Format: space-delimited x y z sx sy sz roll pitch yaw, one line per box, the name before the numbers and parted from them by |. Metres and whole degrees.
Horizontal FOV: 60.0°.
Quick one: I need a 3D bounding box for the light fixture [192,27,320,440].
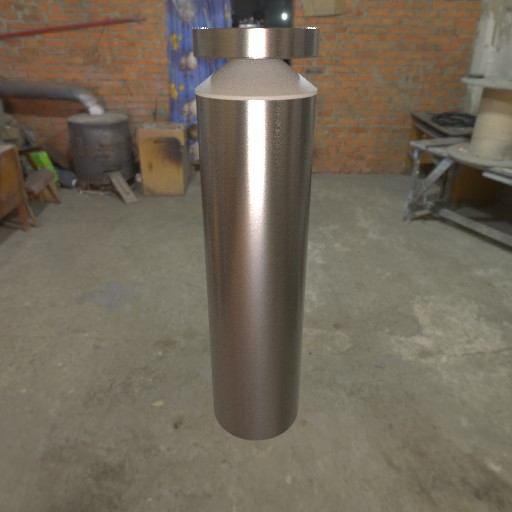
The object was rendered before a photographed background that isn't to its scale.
light fixture | 0.000 0.000 0.438 0.102 0.400 0.102 -19 32 -32
